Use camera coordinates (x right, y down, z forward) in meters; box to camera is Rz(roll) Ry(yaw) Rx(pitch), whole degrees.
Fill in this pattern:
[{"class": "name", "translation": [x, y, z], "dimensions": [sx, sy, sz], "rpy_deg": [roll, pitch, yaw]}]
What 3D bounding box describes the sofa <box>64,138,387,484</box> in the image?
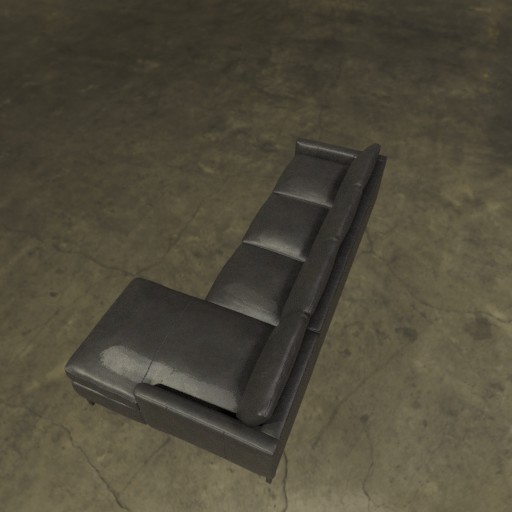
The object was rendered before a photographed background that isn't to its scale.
[{"class": "sofa", "translation": [0.000, 0.000, 3.628], "dimensions": [1.471, 0.859, 2.993], "rpy_deg": [17, 49, 15]}]
